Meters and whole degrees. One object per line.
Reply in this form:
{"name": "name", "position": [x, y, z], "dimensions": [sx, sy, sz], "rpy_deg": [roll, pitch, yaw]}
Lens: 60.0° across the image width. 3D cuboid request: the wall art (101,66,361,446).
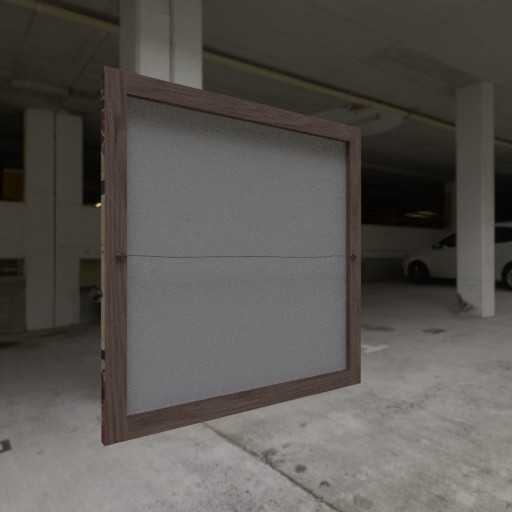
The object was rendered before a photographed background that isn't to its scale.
{"name": "wall art", "position": [0.000, 0.000, 1.114], "dimensions": [0.757, 0.762, 0.028], "rpy_deg": [0, 0, -35]}
